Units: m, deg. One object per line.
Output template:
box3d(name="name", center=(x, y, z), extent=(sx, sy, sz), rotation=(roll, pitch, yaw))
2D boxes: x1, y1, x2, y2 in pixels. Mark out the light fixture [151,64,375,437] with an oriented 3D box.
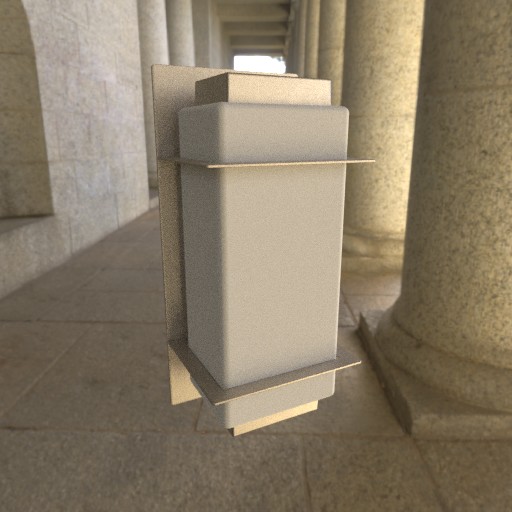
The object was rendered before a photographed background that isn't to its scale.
box3d(name="light fixture", center=(0.000, 0.000, 0.469), extent=(0.168, 0.380, 0.160), rotation=(-8, 17, -26))
